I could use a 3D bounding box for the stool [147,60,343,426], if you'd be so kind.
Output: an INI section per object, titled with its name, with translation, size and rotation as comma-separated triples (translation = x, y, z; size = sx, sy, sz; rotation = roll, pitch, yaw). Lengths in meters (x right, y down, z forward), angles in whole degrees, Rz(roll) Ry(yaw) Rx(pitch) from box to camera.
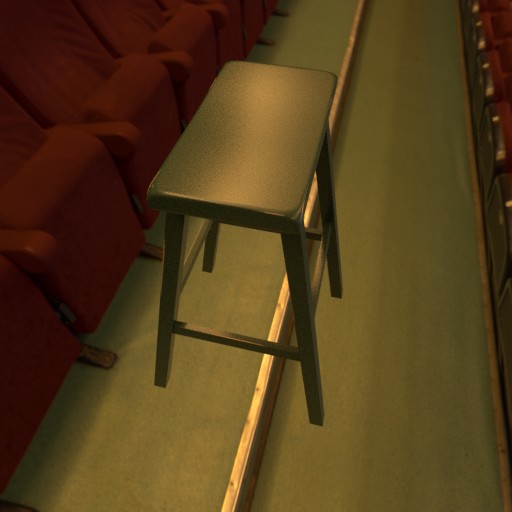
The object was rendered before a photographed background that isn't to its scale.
[stool]
translation = 0.000, 0.000, 1.073
size = 0.476, 0.737, 0.457
rotation = 11, 50, 9
